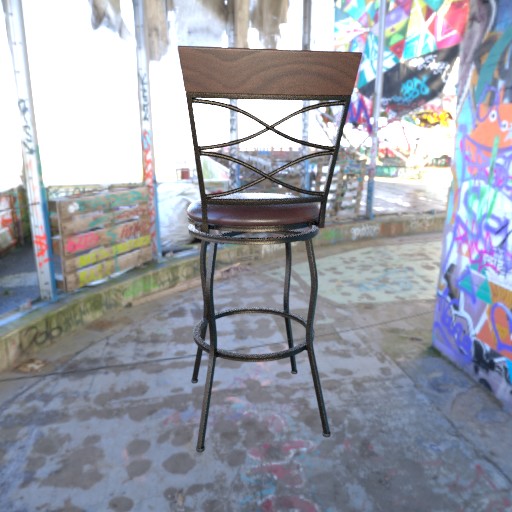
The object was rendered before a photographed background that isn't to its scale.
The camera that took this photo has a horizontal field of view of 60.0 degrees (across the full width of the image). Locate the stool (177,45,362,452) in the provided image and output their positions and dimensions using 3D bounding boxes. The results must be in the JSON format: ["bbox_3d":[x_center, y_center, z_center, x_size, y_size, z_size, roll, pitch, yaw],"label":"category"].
[{"bbox_3d":[0.000,0.000,1.412,0.448,1.130,0.513,-3,15,-10],"label":"stool"}]
